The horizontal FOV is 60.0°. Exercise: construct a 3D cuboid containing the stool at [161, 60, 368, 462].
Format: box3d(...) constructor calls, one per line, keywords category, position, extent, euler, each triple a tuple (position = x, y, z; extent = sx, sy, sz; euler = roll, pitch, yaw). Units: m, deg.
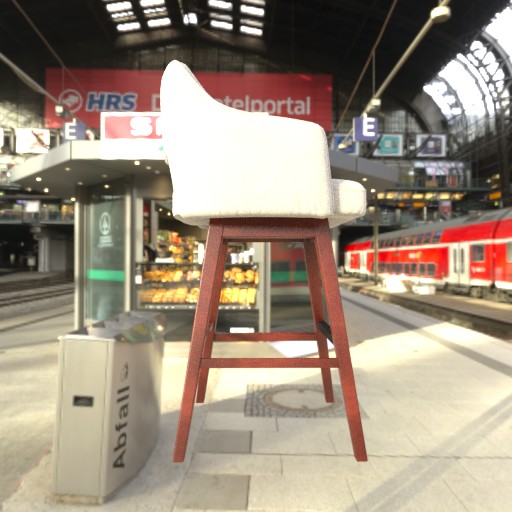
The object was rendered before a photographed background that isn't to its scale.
box3d(category="stool", position=(0.000, 0.000, 1.323), extent=(0.558, 1.012, 0.548), euler=(0, 0, 0))
